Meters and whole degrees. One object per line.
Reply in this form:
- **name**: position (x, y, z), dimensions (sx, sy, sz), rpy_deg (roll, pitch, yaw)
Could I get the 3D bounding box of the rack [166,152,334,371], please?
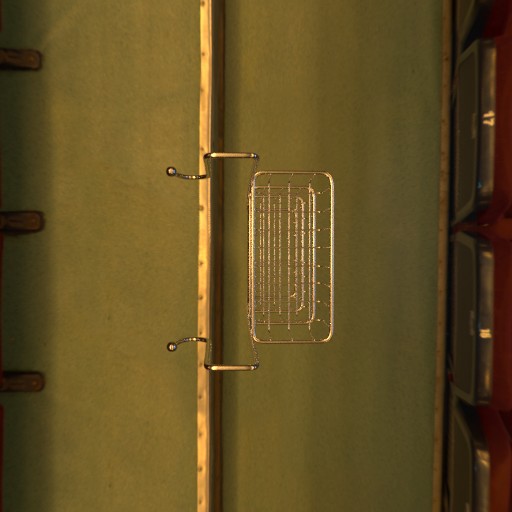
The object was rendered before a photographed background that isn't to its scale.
- **rack**: position (0.000, 0.000, 0.686), dimensions (0.202, 0.574, 0.228), rpy_deg (0, 91, -1)
